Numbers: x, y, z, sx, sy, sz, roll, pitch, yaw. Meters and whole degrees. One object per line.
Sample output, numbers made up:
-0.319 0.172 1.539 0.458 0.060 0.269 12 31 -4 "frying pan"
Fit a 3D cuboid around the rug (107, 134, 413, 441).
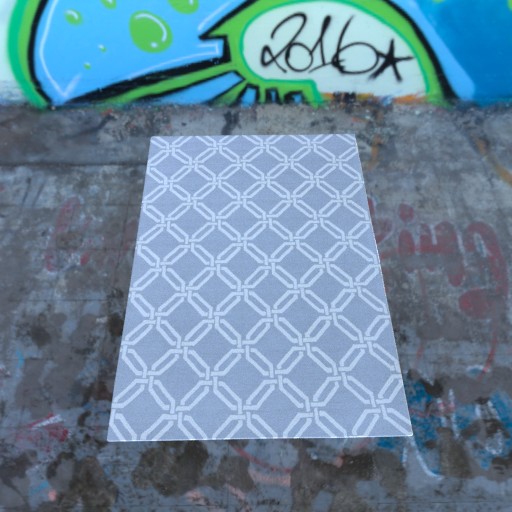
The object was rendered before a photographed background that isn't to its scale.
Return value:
0.000 0.000 2.755 1.522 0.013 2.133 -1 58 -1 "rug"
